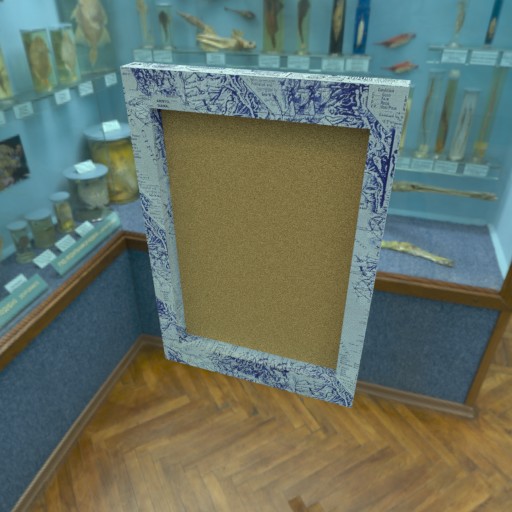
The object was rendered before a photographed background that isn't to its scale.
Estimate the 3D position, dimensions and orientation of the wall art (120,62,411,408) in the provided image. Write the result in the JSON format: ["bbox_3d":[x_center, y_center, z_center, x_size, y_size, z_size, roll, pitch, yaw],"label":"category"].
[{"bbox_3d":[0.000,0.000,0.484,0.255,0.376,0.025,10,35,16],"label":"wall art"}]
